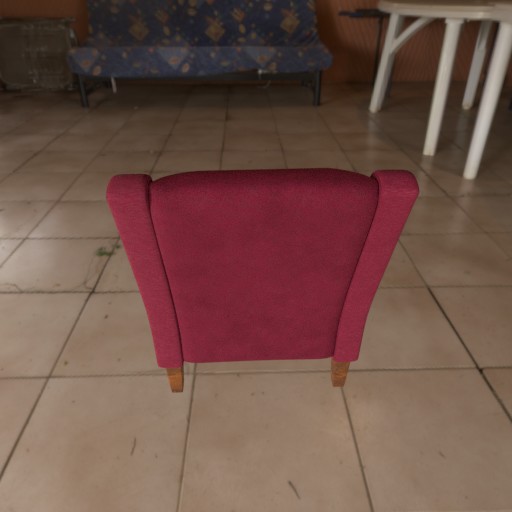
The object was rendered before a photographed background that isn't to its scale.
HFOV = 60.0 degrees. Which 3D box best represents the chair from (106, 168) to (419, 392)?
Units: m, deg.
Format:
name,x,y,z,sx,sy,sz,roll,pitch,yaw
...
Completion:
name,x,y,z,sx,sy,sz,roll,pitch,yaw
chair,0.000,0.000,1.752,0.793,1.017,0.985,-1,31,-2
